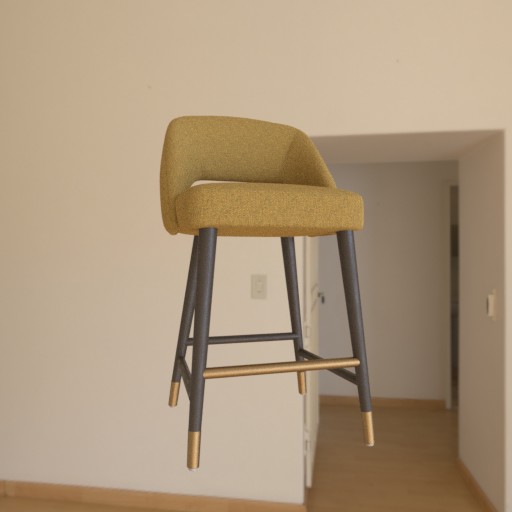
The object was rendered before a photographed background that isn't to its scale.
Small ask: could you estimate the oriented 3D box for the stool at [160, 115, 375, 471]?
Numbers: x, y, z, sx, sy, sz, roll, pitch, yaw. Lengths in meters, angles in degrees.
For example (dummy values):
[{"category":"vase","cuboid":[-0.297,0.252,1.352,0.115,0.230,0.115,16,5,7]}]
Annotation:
[{"category":"stool","cuboid":[0.000,0.000,1.272,0.536,0.939,0.522,0,0,-17]}]
